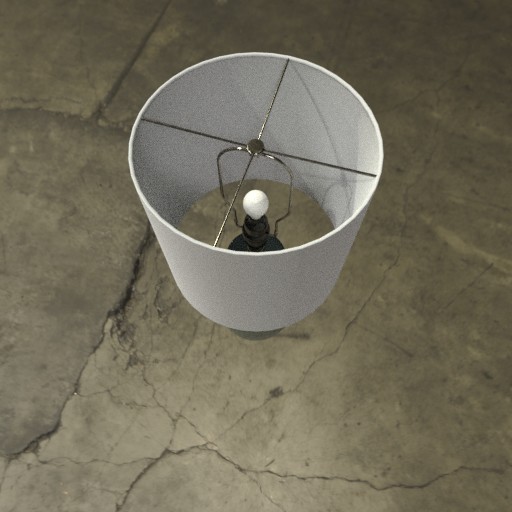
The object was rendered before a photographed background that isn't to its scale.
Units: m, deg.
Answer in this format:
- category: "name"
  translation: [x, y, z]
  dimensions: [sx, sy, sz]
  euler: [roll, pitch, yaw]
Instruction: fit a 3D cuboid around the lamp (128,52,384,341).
- category: "lamp"
  translation: [0.000, 0.000, 0.582]
  dimensions: [0.217, 0.453, 0.217]
  euler: [16, 65, 7]
